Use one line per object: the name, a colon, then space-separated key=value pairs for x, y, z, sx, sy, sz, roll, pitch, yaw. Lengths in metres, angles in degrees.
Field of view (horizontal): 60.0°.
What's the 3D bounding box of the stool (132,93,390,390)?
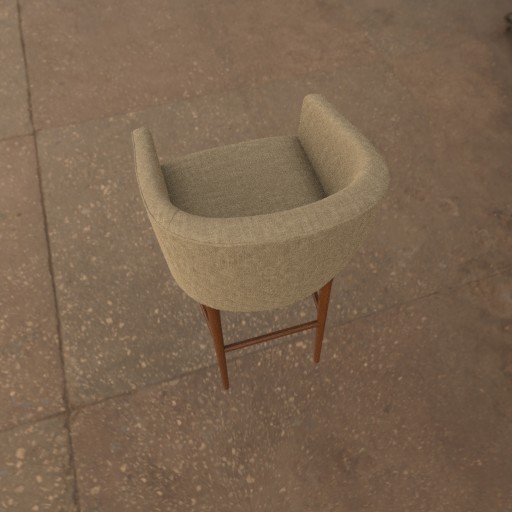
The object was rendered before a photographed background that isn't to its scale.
stool: x=0.000 y=0.000 z=1.413 sx=0.559 sy=1.078 sz=0.607 roll=-14 pitch=59 yaw=-9
